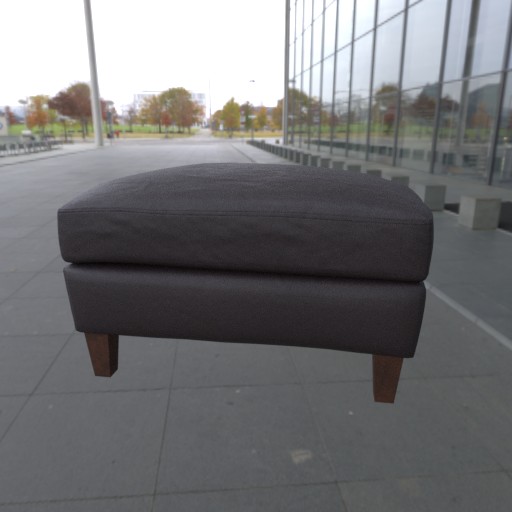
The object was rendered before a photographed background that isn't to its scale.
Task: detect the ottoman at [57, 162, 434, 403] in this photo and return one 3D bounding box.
[{"bbox_3d":[0.000,0.000,1.305,0.887,0.529,0.659,3,16,9],"label":"ottoman"}]
